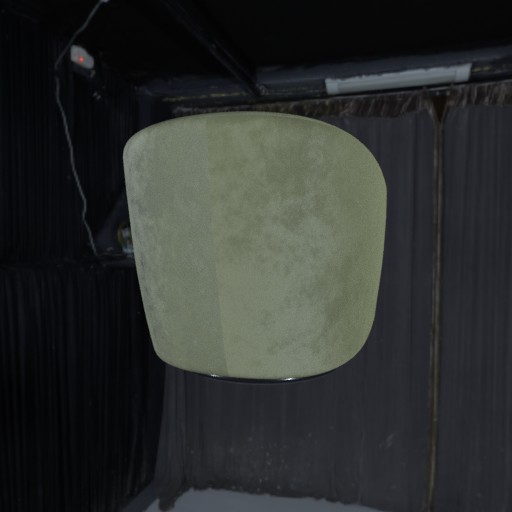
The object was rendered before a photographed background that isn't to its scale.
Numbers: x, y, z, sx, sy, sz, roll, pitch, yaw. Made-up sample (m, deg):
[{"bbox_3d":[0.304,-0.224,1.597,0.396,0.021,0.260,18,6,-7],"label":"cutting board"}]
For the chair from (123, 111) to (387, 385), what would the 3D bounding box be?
[{"bbox_3d":[0.000,0.000,1.387,0.773,0.698,0.767,1,2,17],"label":"chair"}]
